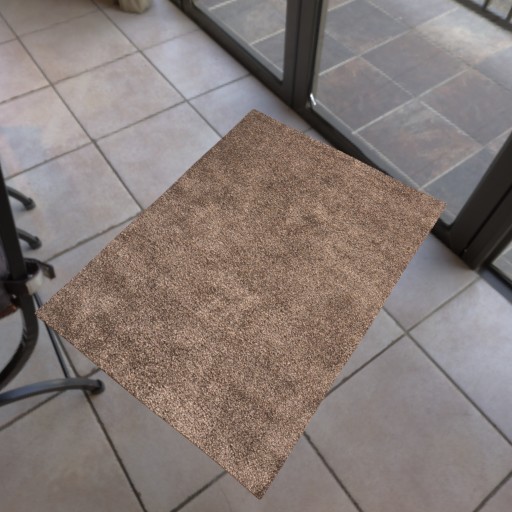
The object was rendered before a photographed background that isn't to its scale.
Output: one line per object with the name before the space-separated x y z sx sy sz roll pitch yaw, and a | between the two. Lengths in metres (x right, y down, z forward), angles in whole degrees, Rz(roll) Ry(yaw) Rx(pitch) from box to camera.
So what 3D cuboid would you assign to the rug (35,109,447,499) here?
rug | 0.000 0.000 2.065 1.198 0.025 1.601 32 64 18
